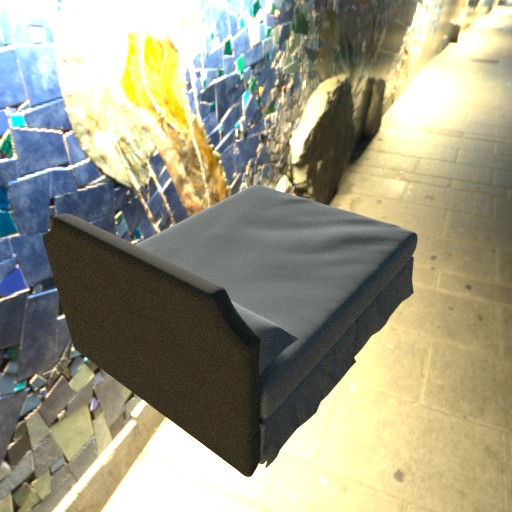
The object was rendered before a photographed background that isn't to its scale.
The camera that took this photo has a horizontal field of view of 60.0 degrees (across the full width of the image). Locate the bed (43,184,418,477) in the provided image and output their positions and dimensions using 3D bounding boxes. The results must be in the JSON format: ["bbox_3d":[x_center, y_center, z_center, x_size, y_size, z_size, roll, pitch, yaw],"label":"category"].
[{"bbox_3d":[0.000,0.000,3.624,1.977,1.293,2.498,22,38,31],"label":"bed"}]
